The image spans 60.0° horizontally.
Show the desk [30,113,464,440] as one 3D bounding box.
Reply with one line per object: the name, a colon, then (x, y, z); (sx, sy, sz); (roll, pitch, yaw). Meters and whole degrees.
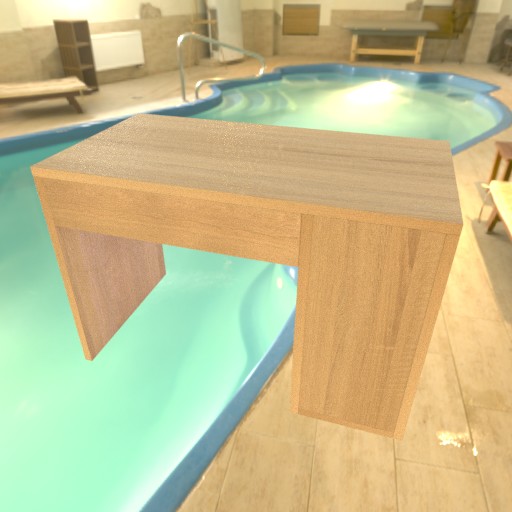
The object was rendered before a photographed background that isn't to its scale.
desk: (0.000, 0.000, 1.505); (1.100, 0.731, 0.600); (10, 34, 15)
